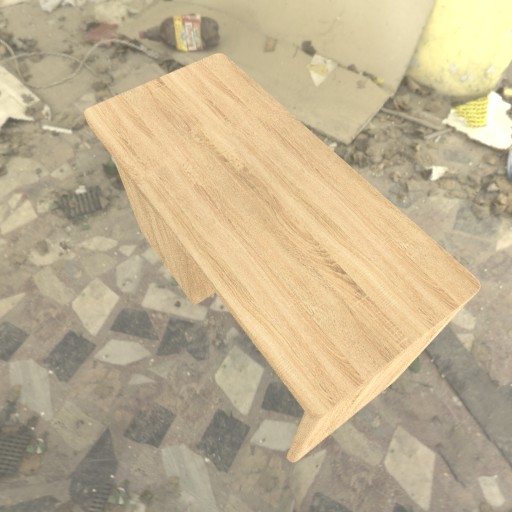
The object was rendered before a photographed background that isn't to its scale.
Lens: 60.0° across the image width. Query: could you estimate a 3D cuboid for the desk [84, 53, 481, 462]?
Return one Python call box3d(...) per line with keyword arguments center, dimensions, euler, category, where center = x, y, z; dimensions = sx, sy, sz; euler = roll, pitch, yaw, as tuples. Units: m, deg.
box3d(center=(0.000, 0.000, 1.604), dimensions=(0.550, 0.760, 1.200), euler=(-32, 63, -18), category="desk")
